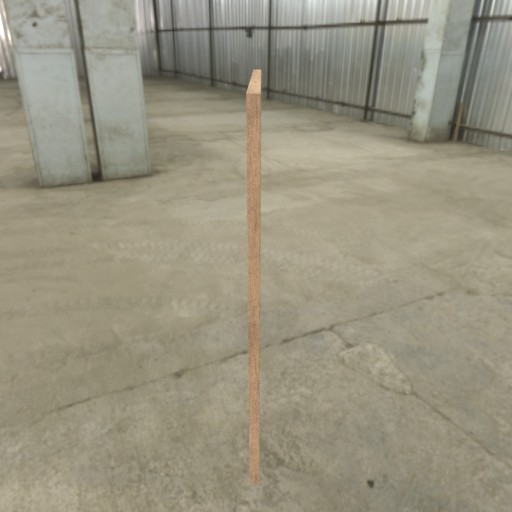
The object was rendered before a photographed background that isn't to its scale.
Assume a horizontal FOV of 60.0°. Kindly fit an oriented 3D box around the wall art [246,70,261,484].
[{"bbox_3d":[0.000,0.000,0.918,0.018,0.686,0.534,0,26,1],"label":"wall art"}]
